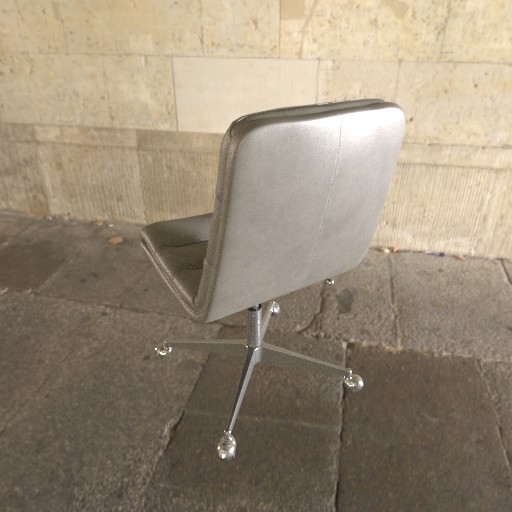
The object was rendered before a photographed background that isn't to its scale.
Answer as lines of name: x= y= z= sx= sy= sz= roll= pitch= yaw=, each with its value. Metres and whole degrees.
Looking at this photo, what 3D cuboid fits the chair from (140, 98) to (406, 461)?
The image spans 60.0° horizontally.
chair: x=0.000 y=0.000 z=1.019 sx=0.422 sy=0.738 sz=0.485 roll=-17 pitch=34 yaw=-28
